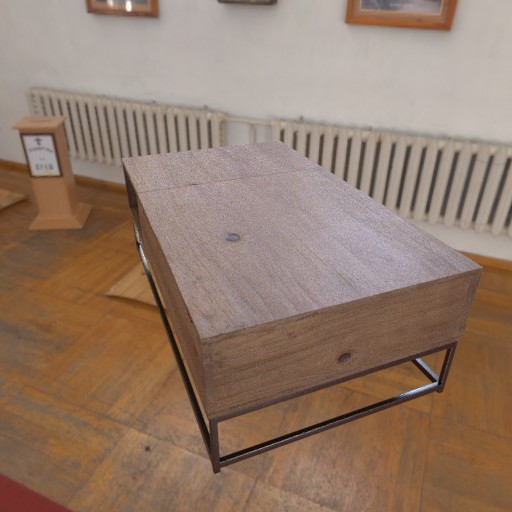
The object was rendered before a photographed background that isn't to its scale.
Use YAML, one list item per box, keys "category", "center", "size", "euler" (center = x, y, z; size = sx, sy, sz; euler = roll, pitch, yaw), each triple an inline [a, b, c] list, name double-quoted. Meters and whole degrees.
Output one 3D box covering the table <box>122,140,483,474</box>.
- category: "table"
  center: [0.000, 0.000, 1.424]
  size: [0.655, 0.395, 1.101]
  euler: [-11, 32, -19]
